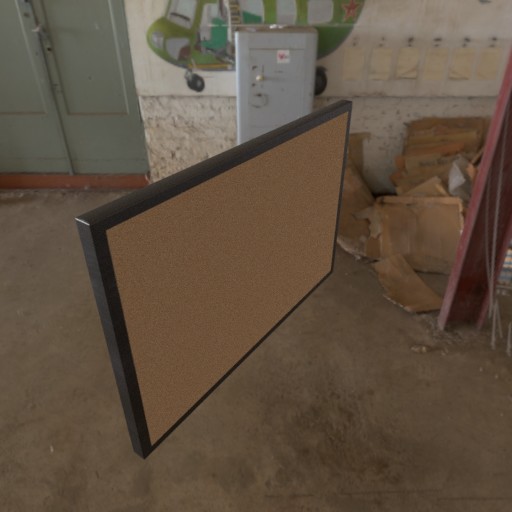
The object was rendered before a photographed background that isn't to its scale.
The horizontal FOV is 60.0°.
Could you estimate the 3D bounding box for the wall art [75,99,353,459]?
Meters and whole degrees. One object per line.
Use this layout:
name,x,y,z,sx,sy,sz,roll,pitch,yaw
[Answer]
wall art,0.000,0.000,1.156,0.038,0.612,0.912,22,39,29
